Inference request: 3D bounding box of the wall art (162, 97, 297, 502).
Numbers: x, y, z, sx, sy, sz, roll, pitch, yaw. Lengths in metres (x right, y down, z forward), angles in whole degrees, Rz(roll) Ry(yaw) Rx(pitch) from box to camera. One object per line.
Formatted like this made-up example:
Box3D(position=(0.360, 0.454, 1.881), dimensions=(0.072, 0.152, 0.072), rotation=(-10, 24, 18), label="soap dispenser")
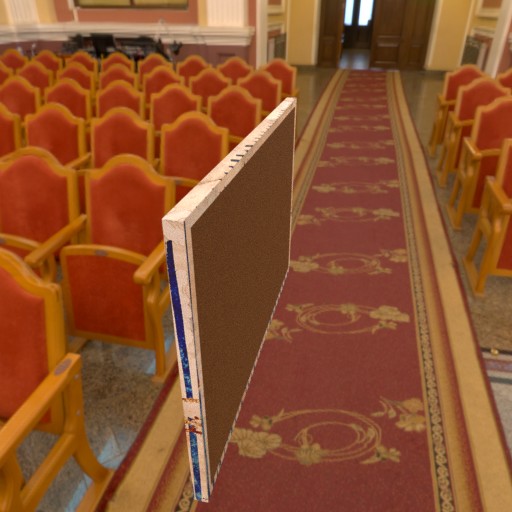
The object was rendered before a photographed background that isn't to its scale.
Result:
Box3D(position=(0.000, 0.000, 1.115), dimensions=(0.030, 0.609, 0.919), rotation=(7, 30, 12), label="wall art")
